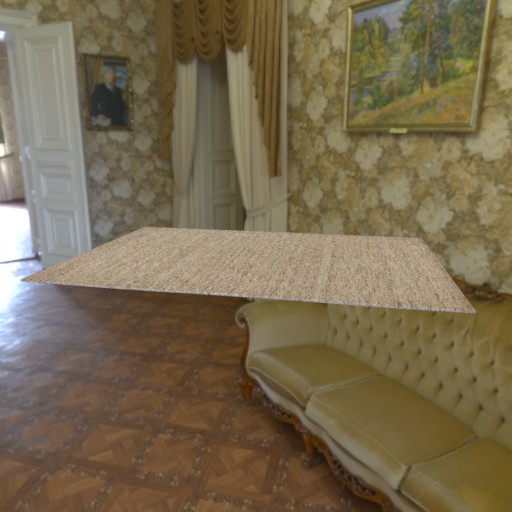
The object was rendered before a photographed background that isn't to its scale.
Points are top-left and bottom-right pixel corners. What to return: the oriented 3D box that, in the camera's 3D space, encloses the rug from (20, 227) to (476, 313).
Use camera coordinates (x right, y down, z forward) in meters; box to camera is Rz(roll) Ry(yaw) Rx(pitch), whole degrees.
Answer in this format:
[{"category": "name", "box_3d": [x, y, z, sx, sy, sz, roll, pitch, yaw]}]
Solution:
[{"category": "rug", "box_3d": [0.000, 0.000, 2.893, 2.283, 0.013, 1.547, 3, 15, 11]}]
